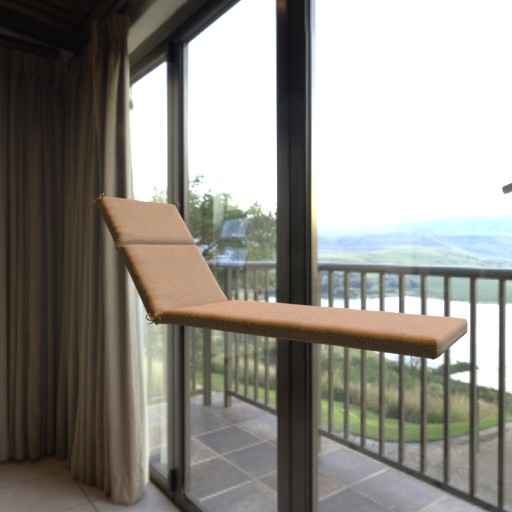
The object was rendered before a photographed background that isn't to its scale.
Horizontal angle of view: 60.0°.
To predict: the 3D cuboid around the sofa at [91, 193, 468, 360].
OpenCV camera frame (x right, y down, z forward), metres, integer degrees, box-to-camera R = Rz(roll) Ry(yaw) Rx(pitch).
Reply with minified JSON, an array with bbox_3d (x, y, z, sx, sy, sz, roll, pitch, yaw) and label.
[{"bbox_3d":[0.000,0.000,1.983,1.663,0.622,0.582,0,1,35],"label":"sofa"}]
